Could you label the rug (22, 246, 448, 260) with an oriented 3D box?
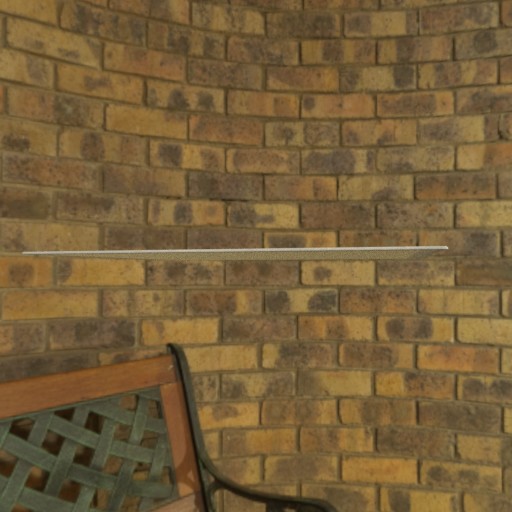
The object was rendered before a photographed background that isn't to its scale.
[{"bbox_3d":[0.000,0.000,4.073,2.976,0.018,2.430,-1,-2,16],"label":"rug"}]
